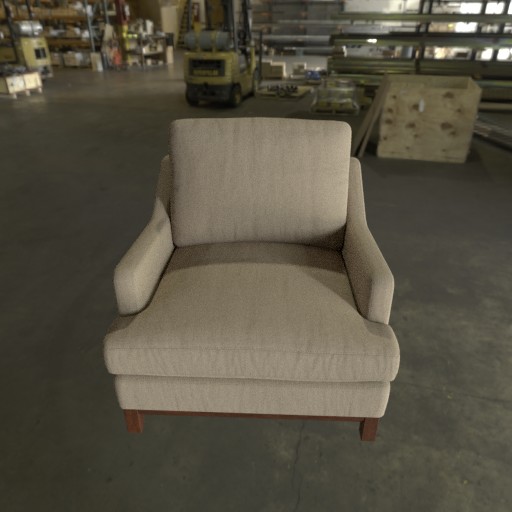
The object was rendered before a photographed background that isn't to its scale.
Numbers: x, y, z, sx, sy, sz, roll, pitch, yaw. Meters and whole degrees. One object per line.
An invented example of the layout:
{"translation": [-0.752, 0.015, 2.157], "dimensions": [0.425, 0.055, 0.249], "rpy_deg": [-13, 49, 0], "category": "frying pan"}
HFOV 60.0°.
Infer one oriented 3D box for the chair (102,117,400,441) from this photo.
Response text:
{"translation": [0.000, 0.000, 1.710], "dimensions": [0.912, 0.916, 1.001], "rpy_deg": [1, 29, 2], "category": "chair"}
